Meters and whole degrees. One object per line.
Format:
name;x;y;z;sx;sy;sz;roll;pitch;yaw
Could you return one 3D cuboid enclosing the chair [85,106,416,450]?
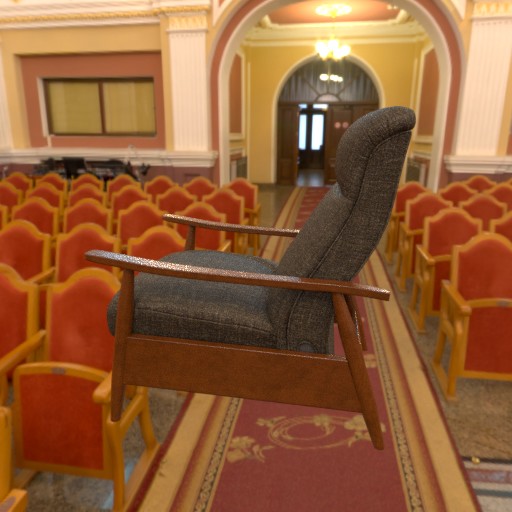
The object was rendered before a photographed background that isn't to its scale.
chair;0.000;0.000;1.736;1.014;1.082;0.762;2;15;9
